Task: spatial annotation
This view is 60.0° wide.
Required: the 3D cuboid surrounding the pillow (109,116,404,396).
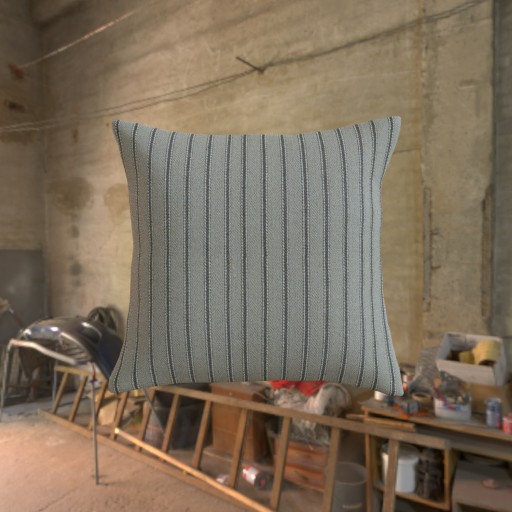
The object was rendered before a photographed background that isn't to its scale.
[{"bbox_3d":[0.000,0.000,0.705,0.468,0.444,0.138,0,0,0],"label":"pillow"}]
